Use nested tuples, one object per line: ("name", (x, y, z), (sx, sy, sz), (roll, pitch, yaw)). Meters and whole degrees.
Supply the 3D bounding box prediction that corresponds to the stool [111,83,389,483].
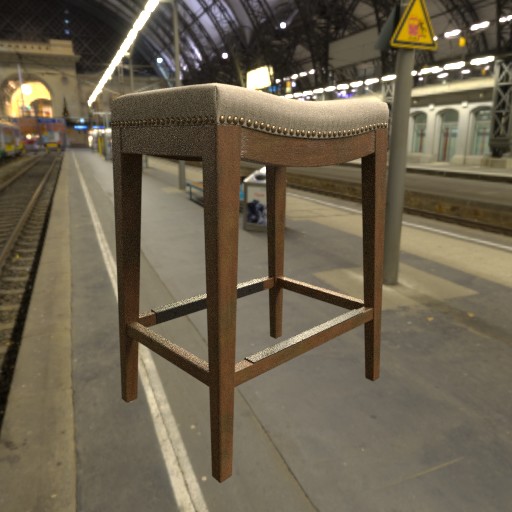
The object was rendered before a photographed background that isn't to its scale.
("stool", (0.000, 0.000, 0.972), (0.508, 0.660, 0.356), (-14, 20, -42))
